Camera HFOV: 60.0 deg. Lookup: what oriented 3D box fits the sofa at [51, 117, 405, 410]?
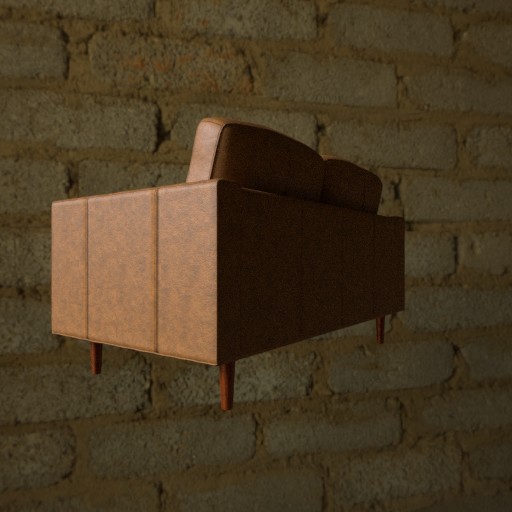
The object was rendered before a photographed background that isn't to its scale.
[{"bbox_3d":[0.000,0.000,2.115,0.909,0.951,1.578,0,0,37],"label":"sofa"}]
